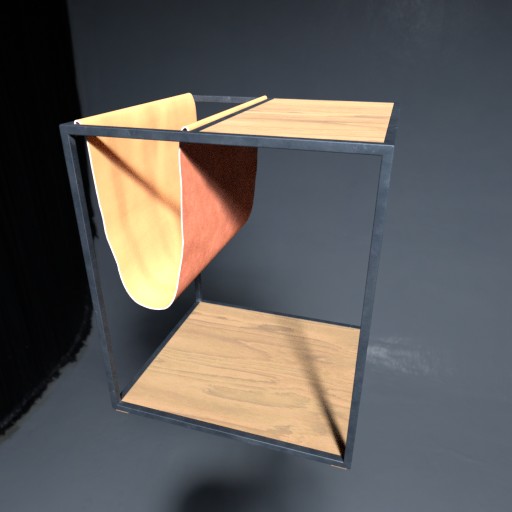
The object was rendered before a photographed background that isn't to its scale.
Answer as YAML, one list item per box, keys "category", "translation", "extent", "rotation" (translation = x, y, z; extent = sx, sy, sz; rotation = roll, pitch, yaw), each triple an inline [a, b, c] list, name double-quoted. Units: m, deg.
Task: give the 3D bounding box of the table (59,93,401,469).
- category: "table"
  translation: [0.000, 0.000, 0.842]
  extent: [0.450, 0.536, 0.399]
  rotation: [8, 27, 16]
